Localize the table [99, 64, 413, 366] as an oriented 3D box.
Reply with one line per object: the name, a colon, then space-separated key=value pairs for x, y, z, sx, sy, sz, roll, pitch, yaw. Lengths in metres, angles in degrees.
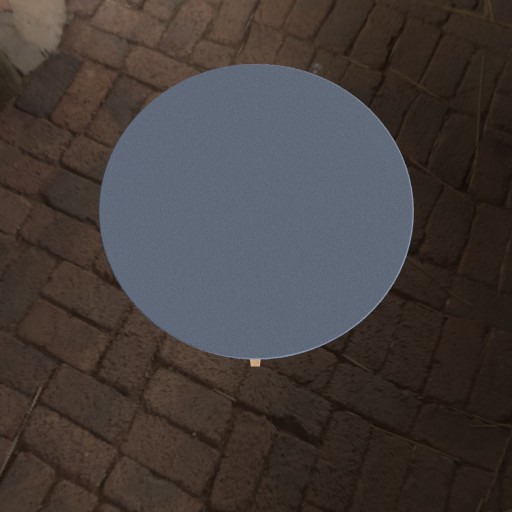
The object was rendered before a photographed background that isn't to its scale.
table: x=0.000 y=0.000 z=0.736 sx=0.350 sy=0.500 sz=0.350 roll=0 pitch=75 yaw=0
